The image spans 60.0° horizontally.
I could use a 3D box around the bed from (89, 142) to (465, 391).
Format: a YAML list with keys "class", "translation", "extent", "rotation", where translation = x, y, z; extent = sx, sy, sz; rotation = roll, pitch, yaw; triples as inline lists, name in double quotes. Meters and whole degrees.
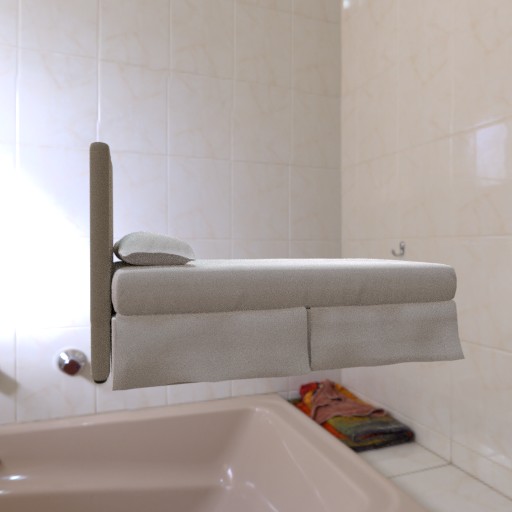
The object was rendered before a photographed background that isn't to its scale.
- class: "bed"
  translation: [0.000, 0.000, 3.600]
  extent: [2.477, 1.437, 1.977]
  rotation: [0, 1, -19]
